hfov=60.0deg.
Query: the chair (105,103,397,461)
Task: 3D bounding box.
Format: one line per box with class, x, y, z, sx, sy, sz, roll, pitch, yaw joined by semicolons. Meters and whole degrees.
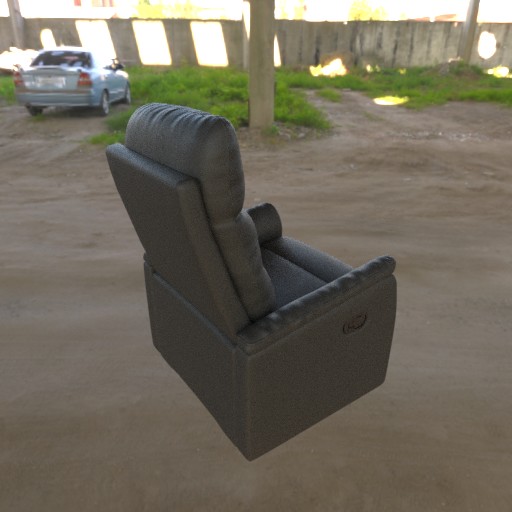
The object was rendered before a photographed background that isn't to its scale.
chair;0.000;0.000;1.627;0.831;1.082;0.775;-17;30;-31
